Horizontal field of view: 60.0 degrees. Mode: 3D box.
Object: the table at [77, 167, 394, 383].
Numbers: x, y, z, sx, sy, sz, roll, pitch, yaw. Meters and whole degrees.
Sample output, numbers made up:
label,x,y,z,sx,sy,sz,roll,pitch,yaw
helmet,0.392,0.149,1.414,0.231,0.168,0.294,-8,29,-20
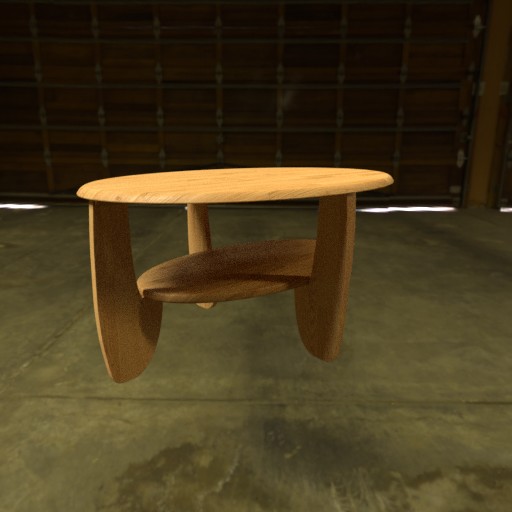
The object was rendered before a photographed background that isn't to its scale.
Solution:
label,x,y,z,sx,sy,sz,roll,pitch,yaw
table,0.000,0.000,1.382,1.040,0.490,0.690,-14,20,-42
